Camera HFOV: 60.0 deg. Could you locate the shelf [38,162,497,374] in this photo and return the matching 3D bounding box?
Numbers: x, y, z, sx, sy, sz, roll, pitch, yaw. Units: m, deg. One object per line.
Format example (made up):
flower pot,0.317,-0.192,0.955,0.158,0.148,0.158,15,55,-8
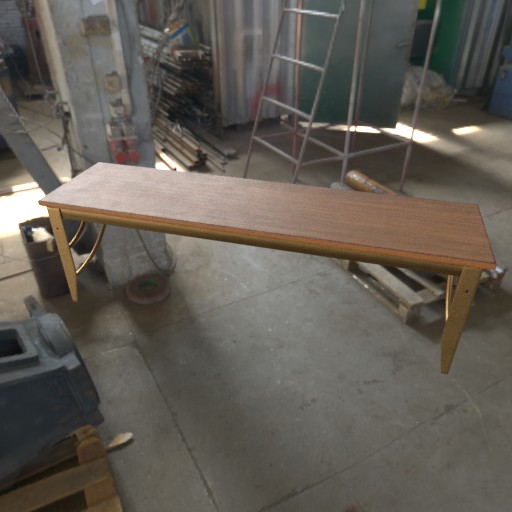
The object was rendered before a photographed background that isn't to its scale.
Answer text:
shelf,0.000,0.000,0.712,0.636,0.190,0.166,9,34,13
